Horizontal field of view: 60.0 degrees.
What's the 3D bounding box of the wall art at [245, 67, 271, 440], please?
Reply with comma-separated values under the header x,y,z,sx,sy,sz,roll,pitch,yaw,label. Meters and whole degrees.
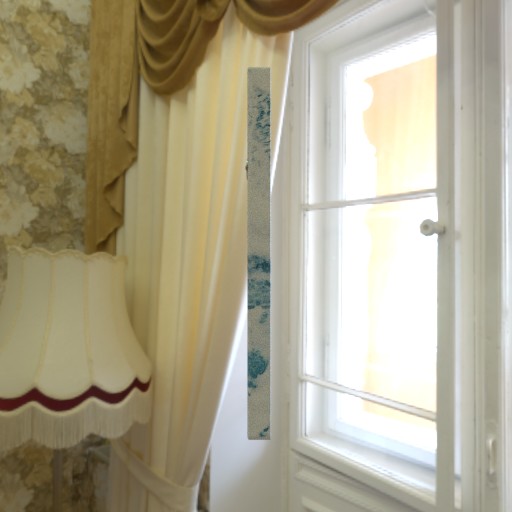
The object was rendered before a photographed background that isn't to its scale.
x,y,z,sx,sy,sz,roll,pitch,yaw,label
0.000,0.000,1.177,0.042,0.610,0.915,0,-1,0,wall art
